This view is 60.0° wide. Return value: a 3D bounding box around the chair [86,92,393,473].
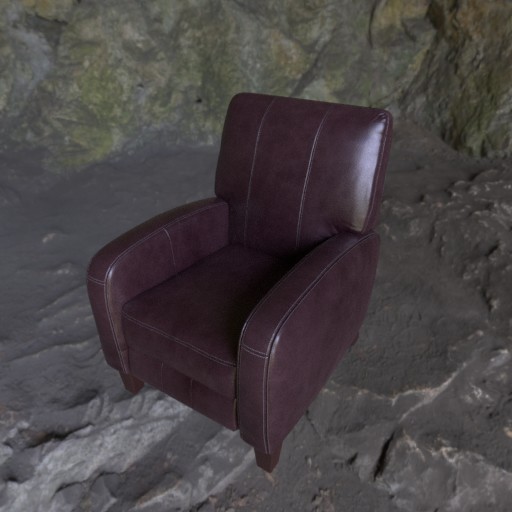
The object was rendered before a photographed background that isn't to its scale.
[{"bbox_3d":[0.000,0.000,1.634,0.762,0.990,0.990,18,35,27],"label":"chair"}]
